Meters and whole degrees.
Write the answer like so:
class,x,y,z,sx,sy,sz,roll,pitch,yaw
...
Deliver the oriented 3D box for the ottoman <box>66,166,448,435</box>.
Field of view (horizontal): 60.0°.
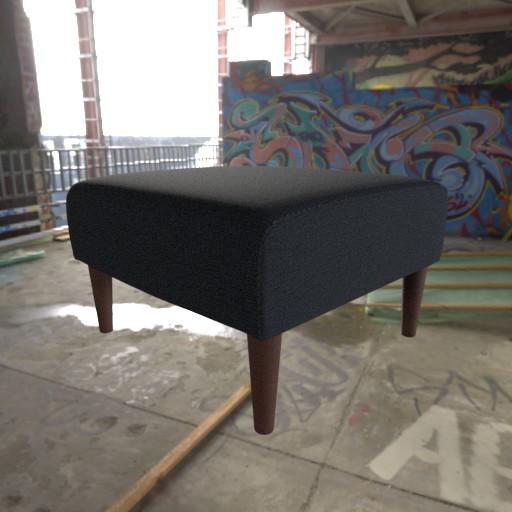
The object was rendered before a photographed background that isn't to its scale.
class,x,y,z,sx,sy,sz,roll,pitch,yaw
ottoman,0.000,0.000,1.058,0.650,0.398,0.649,15,21,43
